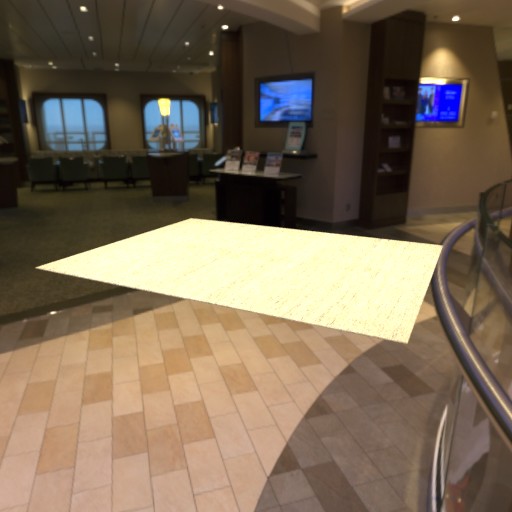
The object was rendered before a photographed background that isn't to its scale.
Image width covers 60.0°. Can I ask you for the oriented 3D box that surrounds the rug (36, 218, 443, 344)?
[{"bbox_3d":[0.000,0.000,4.327,3.201,0.014,2.437,8,18,25],"label":"rug"}]
